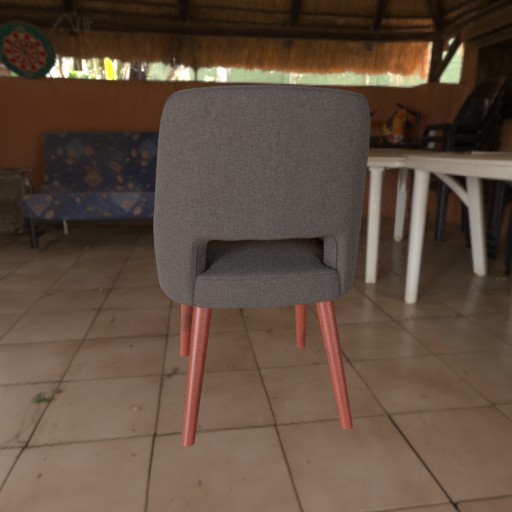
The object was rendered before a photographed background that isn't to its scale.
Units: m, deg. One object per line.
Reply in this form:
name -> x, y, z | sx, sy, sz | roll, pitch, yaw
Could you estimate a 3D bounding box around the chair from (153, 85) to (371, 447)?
chair -> 0.000, 0.000, 1.246 | 0.559, 0.838, 0.560 | -2, 14, -9
